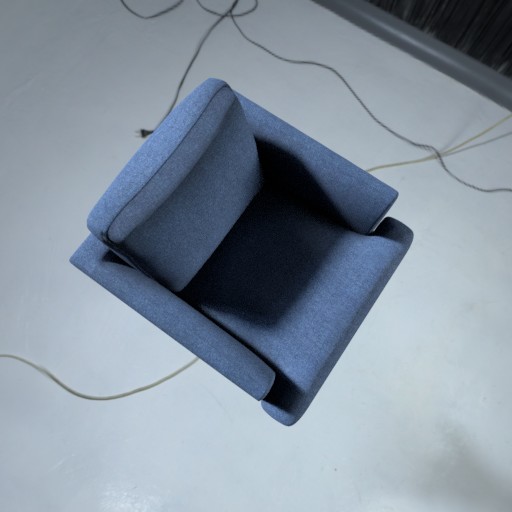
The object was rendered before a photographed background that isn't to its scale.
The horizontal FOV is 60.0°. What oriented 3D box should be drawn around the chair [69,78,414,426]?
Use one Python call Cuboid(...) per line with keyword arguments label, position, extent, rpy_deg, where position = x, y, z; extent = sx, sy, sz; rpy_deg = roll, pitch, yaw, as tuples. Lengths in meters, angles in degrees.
Cuboid(label="chair", position=(0.000, 0.000, 1.630), extent=(0.899, 0.957, 0.858), rpy_deg=(34, 77, 9))
